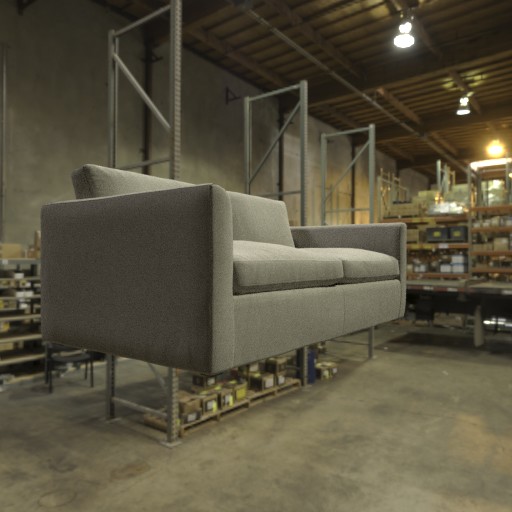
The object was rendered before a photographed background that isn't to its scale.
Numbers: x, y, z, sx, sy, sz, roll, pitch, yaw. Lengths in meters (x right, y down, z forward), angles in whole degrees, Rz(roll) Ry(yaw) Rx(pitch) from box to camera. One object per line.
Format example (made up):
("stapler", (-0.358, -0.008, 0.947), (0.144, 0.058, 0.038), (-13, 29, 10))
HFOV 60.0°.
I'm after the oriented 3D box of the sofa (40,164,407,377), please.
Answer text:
("sofa", (0.000, 0.000, 2.475), (1.091, 0.839, 1.905), (-1, -1, 37))
